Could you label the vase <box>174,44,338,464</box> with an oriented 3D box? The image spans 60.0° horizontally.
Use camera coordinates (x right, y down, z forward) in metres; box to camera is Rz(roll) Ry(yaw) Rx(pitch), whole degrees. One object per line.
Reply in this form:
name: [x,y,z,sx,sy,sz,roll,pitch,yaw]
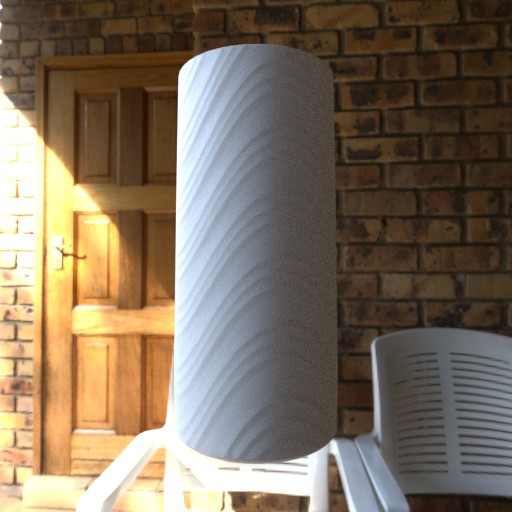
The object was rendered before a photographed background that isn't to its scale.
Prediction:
vase: [0.000,0.000,0.397,0.143,0.316,0.143,0,-1,0]
